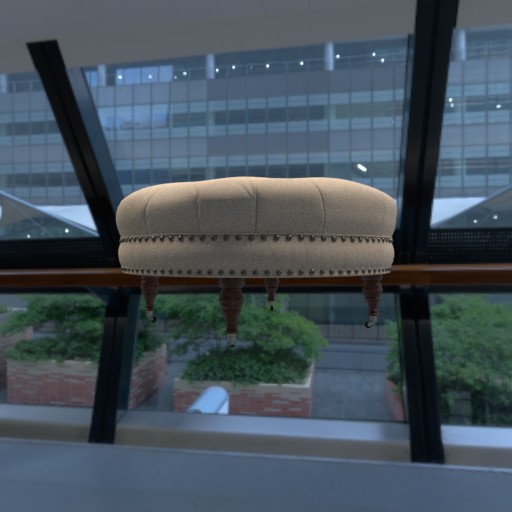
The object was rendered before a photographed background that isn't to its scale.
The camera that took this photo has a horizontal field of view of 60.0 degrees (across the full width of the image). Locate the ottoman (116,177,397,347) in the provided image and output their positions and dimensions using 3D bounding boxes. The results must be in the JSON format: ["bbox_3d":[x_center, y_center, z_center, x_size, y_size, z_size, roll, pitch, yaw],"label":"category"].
[{"bbox_3d":[0.000,0.000,1.545,0.940,0.483,0.940,0,0,0],"label":"ottoman"}]
